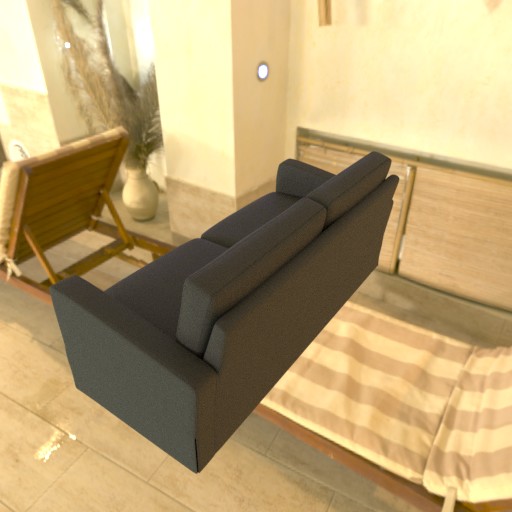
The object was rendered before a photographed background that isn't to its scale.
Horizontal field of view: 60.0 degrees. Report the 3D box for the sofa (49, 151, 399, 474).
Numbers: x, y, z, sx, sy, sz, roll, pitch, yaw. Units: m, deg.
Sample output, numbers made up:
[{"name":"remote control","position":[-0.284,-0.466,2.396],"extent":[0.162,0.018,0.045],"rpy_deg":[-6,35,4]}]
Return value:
[{"name":"sofa","position":[0.000,0.000,2.347],"extent":[0.898,0.839,1.852],"rpy_deg":[20,37,29]}]
